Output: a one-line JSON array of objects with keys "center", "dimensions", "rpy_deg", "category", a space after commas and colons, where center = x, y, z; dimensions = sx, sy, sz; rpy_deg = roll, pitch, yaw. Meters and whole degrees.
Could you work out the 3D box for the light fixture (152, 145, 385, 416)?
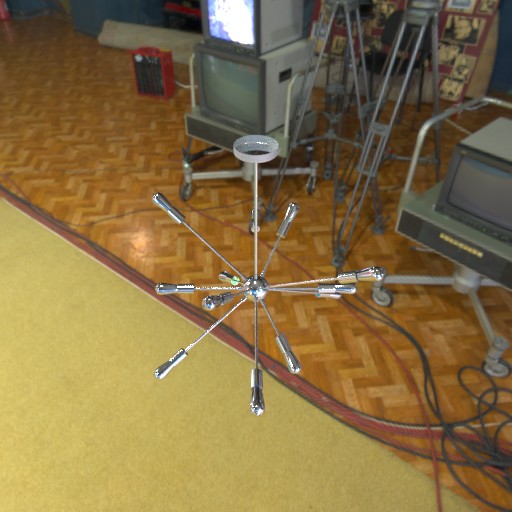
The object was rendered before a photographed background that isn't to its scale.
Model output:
[{"center": [0.000, 0.000, 1.030], "dimensions": [0.509, 0.558, 0.684], "rpy_deg": [0, 40, 0], "category": "light fixture"}]
